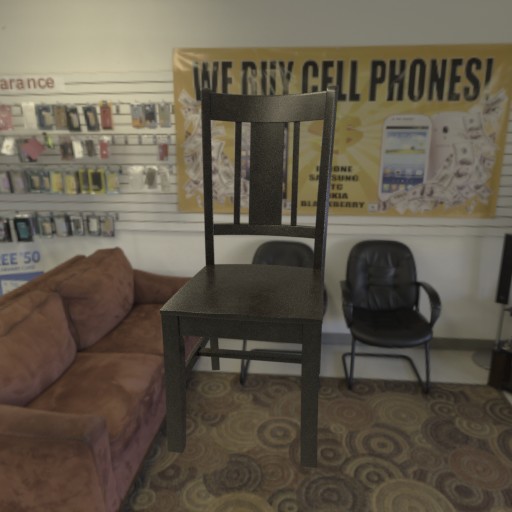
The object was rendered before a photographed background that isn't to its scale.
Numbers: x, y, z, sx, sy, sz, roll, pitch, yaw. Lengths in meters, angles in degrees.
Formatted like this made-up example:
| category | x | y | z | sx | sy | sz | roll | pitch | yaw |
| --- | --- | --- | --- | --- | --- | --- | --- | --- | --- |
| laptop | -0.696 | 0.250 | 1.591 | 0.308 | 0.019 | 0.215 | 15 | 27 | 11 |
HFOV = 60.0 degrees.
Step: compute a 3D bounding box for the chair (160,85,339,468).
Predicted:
| category | x | y | z | sx | sy | sz | roll | pitch | yaw |
| --- | --- | --- | --- | --- | --- | --- | --- | --- | --- |
| chair | 0.000 | 0.000 | 1.322 | 0.450 | 0.998 | 0.555 | 2 | 15 | 9 |
